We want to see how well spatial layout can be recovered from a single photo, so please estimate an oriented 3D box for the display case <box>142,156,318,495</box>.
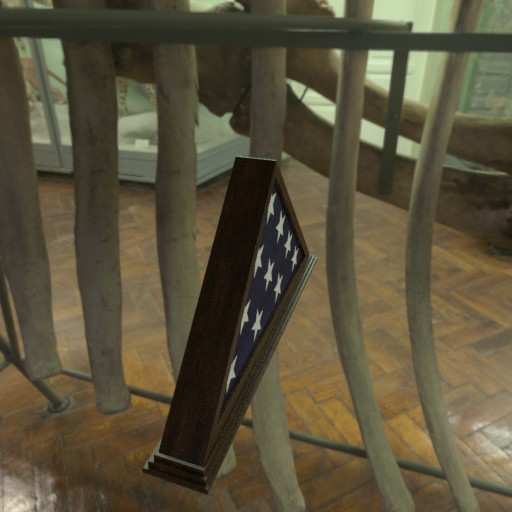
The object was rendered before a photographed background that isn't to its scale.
[{"bbox_3d":[0.000,0.000,0.756,0.095,0.340,0.640,10,31,17],"label":"display case"}]
